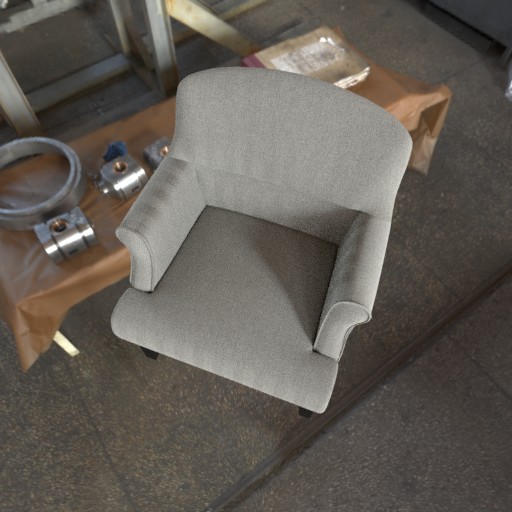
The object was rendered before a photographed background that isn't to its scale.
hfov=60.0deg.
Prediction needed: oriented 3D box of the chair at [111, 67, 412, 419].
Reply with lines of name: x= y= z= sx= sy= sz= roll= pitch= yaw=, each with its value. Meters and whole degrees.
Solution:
chair: x=0.000 y=0.000 z=1.458 sx=0.772 sy=0.880 sz=0.755 roll=18 pitch=61 yaw=10
